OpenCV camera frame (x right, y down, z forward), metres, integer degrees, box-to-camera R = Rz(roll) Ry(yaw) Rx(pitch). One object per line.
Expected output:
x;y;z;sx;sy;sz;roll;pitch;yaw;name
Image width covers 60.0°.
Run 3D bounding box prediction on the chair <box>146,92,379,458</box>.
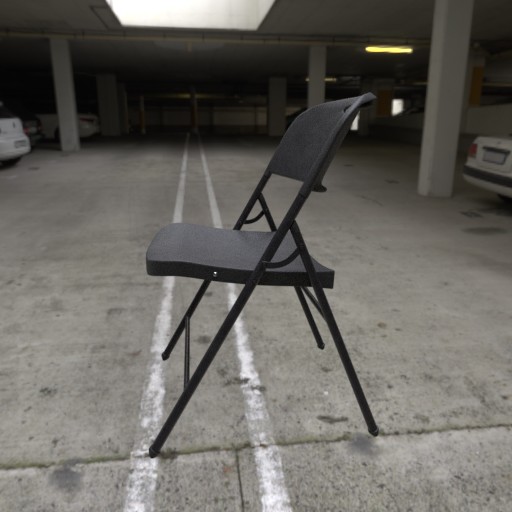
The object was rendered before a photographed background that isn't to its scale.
0.000;0.000;1.179;0.566;0.810;0.494;-2;15;-8;chair
